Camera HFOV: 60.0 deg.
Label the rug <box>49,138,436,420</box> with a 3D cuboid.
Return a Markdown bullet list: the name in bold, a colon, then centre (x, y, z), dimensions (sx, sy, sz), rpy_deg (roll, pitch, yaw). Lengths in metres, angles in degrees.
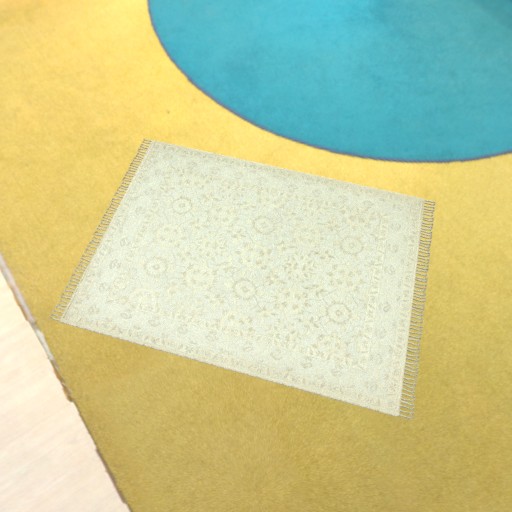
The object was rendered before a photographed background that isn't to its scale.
- **rug**: centre (0.000, 0.000, 2.345), dimensions (1.771, 0.015, 1.223), rpy_deg (14, 62, 7)
